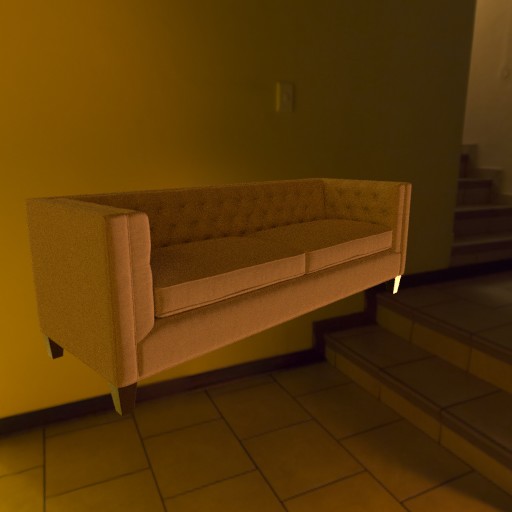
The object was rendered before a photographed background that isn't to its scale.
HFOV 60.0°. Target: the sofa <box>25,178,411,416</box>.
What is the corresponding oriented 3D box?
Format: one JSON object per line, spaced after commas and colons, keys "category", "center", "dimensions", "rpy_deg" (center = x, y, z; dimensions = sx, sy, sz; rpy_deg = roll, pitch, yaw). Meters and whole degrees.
{"category": "sofa", "center": [0.000, 0.000, 2.529], "dimensions": [0.775, 0.762, 2.159], "rpy_deg": [13, 18, 43]}
